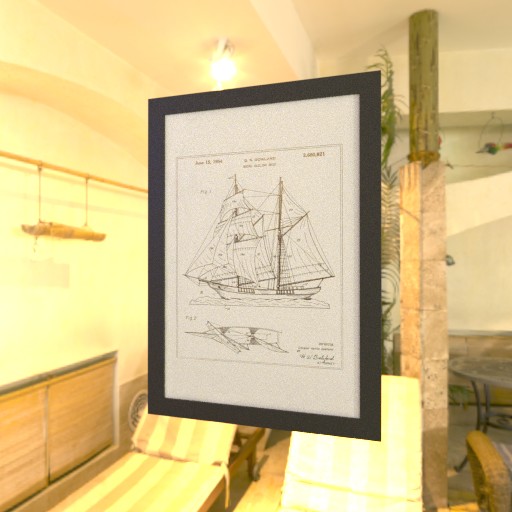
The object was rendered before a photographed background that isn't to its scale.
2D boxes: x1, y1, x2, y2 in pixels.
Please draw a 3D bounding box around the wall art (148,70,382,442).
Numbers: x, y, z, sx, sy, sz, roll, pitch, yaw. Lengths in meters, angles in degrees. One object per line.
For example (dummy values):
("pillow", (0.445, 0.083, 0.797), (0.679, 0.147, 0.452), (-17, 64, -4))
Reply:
("wall art", (0.000, 0.000, 0.699), (0.381, 0.534, 0.013), (0, 0, 18))
